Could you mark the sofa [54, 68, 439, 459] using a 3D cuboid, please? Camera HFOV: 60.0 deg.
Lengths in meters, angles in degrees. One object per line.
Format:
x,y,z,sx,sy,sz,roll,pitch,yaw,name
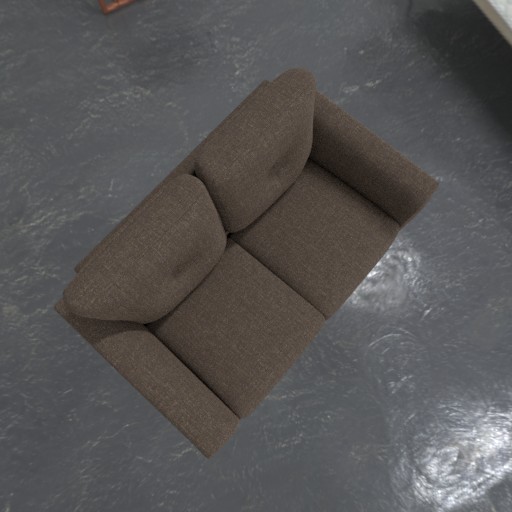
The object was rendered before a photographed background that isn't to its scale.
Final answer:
0.000,0.000,1.948,0.851,0.885,1.423,40,79,10,sofa
